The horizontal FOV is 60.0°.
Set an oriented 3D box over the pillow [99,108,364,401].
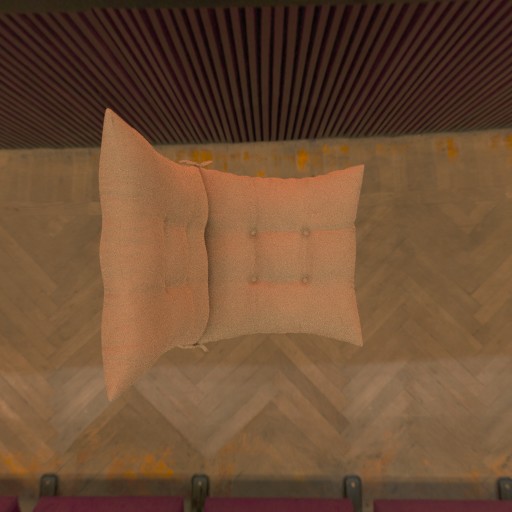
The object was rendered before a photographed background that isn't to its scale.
[{"bbox_3d":[0.000,0.000,1.015,0.585,0.536,0.541,0,90,2],"label":"pillow"}]
